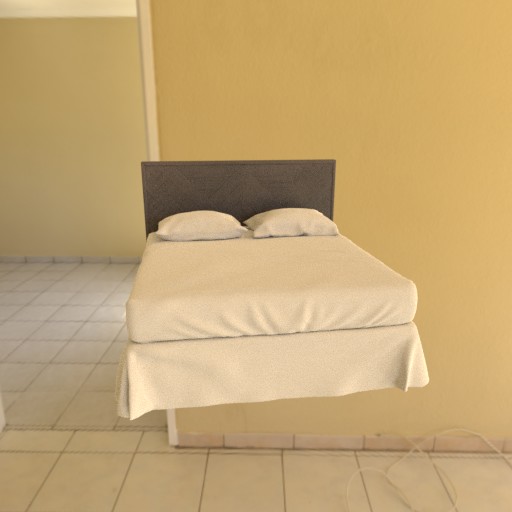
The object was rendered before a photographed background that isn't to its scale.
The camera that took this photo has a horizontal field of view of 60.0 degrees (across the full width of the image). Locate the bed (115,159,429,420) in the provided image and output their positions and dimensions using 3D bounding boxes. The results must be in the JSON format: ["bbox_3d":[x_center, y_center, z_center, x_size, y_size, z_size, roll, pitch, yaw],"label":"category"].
[{"bbox_3d":[0.000,0.000,2.993,1.772,1.142,1.785,-2,16,-8],"label":"bed"}]
